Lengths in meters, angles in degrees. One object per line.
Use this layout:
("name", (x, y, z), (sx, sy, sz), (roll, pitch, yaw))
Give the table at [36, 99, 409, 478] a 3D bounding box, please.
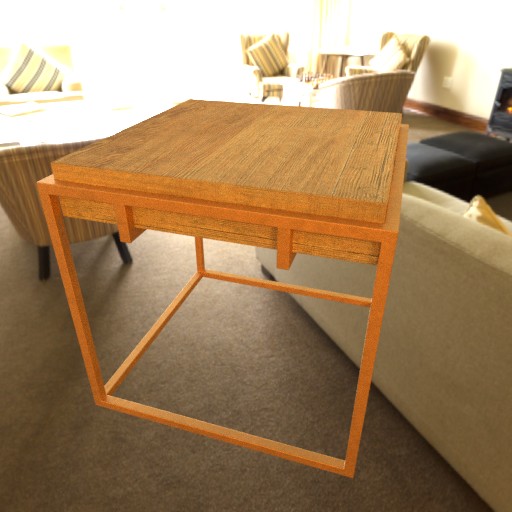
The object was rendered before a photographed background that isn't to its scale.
("table", (0.000, 0.000, 1.059), (0.599, 0.584, 0.599), (9, 32, 15))
